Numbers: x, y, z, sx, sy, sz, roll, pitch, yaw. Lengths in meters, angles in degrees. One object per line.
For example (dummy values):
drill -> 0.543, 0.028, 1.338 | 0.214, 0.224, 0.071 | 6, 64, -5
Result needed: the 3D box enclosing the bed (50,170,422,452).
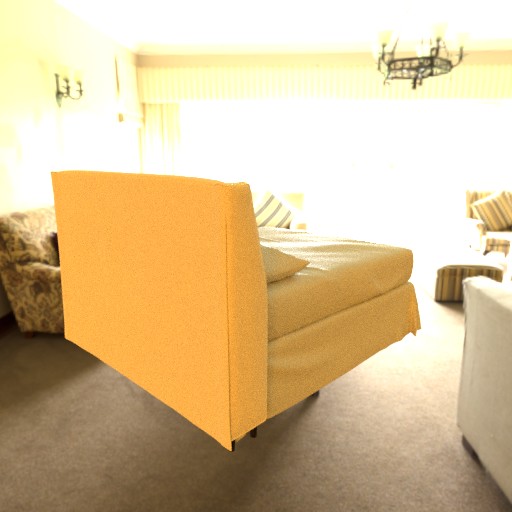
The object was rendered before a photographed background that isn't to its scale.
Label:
bed -> 0.000, 0.000, 3.414 | 1.925, 1.332, 2.276 | 13, 18, 43
